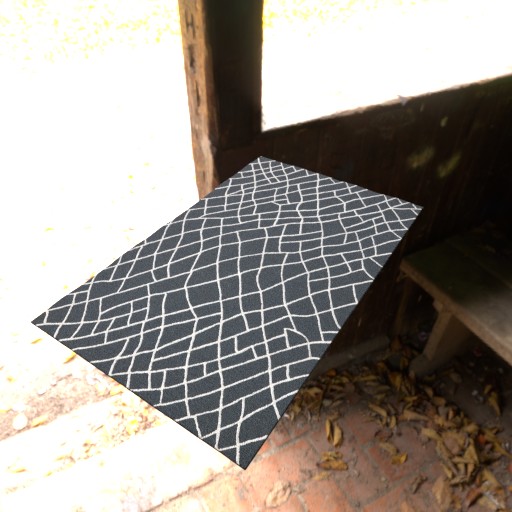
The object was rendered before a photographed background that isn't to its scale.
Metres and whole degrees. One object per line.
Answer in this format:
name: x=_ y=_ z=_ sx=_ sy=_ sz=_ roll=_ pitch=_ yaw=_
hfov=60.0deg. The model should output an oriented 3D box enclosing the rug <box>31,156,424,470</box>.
rug: x=0.000 y=0.000 z=3.025 sx=1.529 sy=0.017 sz=2.448 roll=23 pitch=46 yaw=25
